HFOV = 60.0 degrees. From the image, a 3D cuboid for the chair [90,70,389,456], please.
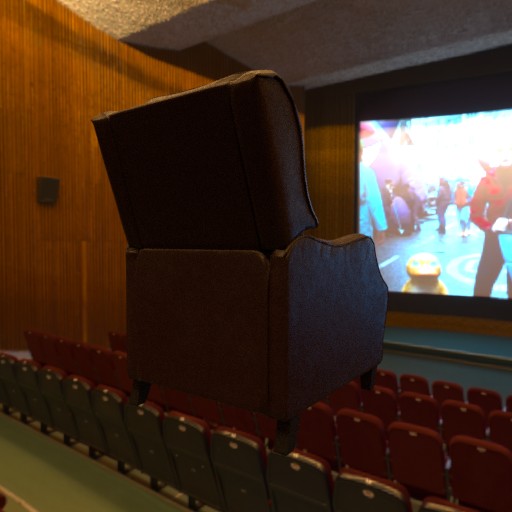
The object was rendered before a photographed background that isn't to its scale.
[{"bbox_3d":[0.000,0.000,1.750,0.770,1.132,0.982,1,2,36],"label":"chair"}]
